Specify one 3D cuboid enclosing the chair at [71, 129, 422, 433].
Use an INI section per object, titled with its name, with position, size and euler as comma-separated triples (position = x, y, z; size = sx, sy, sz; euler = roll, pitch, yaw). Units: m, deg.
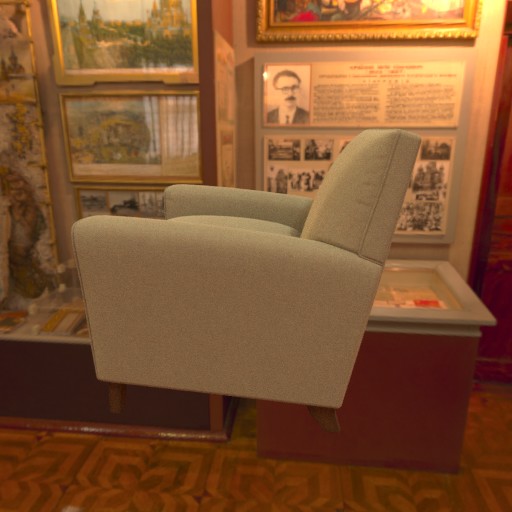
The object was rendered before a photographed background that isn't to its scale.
[chair]
position = 0.000, 0.000, 1.536
size = 0.871, 0.846, 0.840
euler = 2, 16, 8
